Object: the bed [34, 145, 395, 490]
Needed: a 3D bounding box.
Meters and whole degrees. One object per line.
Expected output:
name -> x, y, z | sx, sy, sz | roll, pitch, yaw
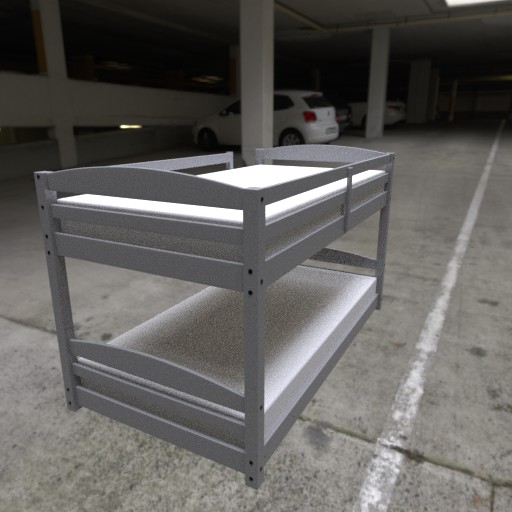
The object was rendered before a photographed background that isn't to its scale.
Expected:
bed -> 0.000, 0.000, 2.637 | 1.105, 1.206, 2.013 | 9, 19, 27
